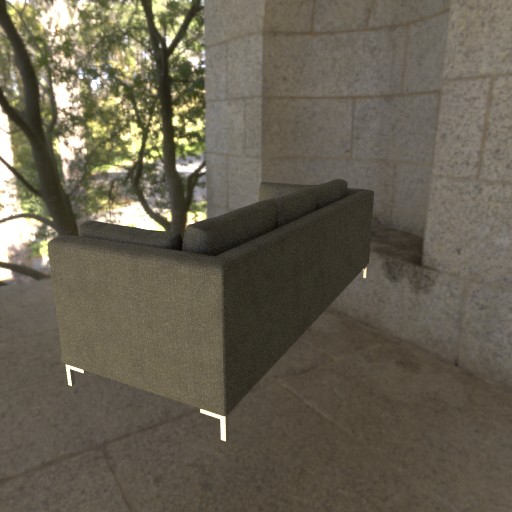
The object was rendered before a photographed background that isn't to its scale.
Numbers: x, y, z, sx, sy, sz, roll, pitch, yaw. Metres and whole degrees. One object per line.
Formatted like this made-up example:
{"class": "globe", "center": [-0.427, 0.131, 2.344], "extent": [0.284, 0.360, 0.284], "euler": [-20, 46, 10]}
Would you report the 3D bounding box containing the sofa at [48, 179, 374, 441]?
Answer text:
{"class": "sofa", "center": [0.000, 0.000, 2.939], "extent": [0.969, 0.867, 2.415], "euler": [8, 18, 26]}
